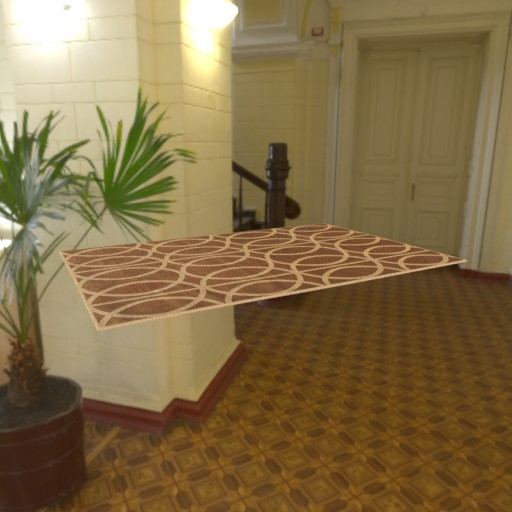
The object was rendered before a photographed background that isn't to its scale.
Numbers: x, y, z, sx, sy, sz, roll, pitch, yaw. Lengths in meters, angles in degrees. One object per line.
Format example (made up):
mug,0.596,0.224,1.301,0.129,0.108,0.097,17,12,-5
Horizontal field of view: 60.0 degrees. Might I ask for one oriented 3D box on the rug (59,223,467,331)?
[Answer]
rug,0.000,0.000,2.970,2.294,0.014,1.528,-8,16,-28
